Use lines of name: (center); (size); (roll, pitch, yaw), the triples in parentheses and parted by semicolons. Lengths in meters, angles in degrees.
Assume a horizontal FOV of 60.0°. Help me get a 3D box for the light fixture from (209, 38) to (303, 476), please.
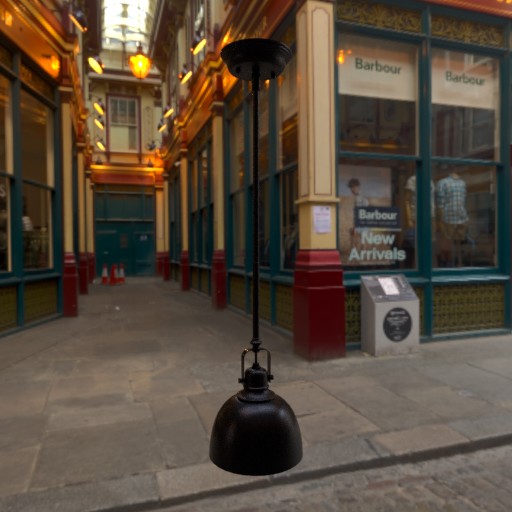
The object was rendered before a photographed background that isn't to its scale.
light fixture: (0.000, 0.000, 0.854); (0.182, 0.768, 0.182); (0, 1, -19)
